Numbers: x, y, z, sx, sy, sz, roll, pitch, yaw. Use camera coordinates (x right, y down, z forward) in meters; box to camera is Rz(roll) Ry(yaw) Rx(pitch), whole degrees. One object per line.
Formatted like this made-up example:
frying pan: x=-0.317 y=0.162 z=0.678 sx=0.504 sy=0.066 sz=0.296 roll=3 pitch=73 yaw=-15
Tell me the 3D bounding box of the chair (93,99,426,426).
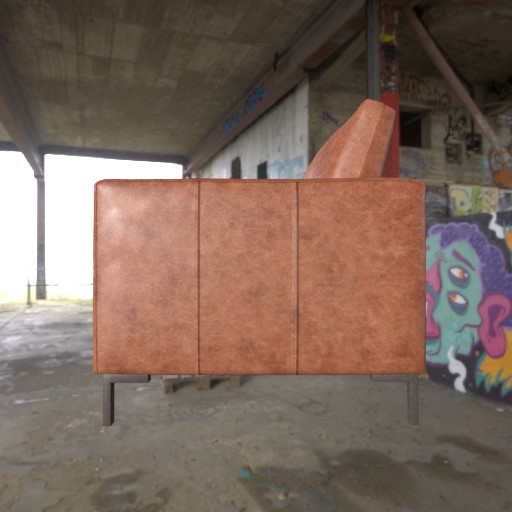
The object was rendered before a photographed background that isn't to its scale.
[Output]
chair: x=0.000 y=0.000 z=1.577 sx=0.862 sy=0.869 sz=0.967 roll=0 pitch=-1 yaw=-1
